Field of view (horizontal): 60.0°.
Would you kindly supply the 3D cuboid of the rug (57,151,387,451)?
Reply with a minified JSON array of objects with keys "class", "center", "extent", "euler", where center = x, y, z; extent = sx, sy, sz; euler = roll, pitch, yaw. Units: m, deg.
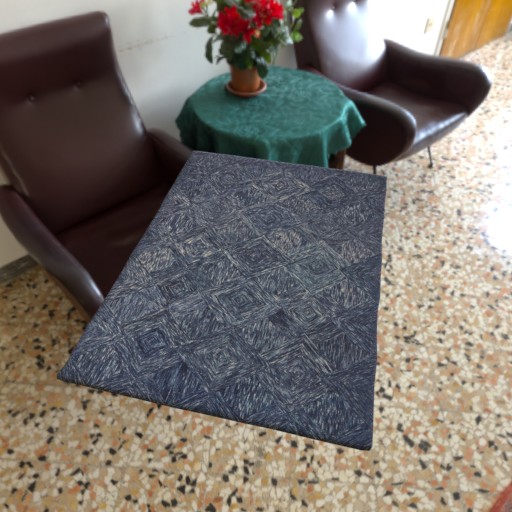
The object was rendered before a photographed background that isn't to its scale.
[{"class":"rug","center":[0.000,0.000,4.260],"extent":[2.385,0.024,3.245],"euler":[9,46,9]}]
